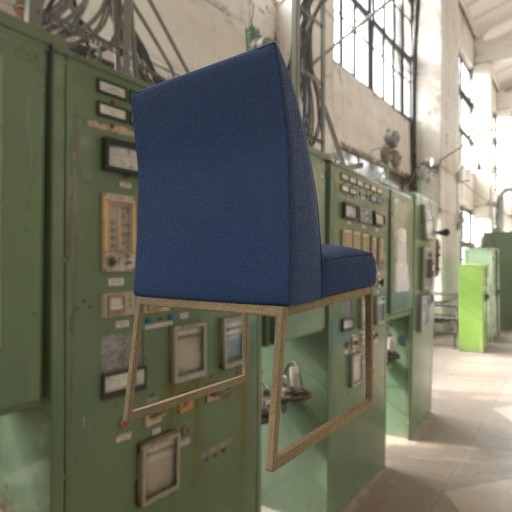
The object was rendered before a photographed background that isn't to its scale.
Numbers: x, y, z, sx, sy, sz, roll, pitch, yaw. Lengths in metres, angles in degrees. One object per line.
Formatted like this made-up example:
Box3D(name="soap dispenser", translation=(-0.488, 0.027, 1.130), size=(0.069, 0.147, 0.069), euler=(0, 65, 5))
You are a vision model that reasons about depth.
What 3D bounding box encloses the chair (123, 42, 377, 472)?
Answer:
Box3D(name="chair", translation=(0.000, 0.000, 1.227), size=(0.508, 0.863, 0.522), euler=(-1, -1, 37))
